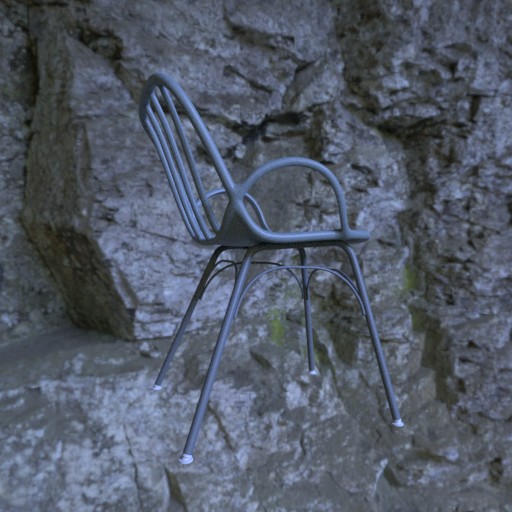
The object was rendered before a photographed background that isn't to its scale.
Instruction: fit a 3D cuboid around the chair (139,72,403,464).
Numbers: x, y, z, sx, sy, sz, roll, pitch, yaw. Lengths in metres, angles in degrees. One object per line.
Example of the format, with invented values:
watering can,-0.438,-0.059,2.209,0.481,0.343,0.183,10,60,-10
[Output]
chair,0.000,0.000,1.194,0.597,0.816,0.549,0,1,-19
